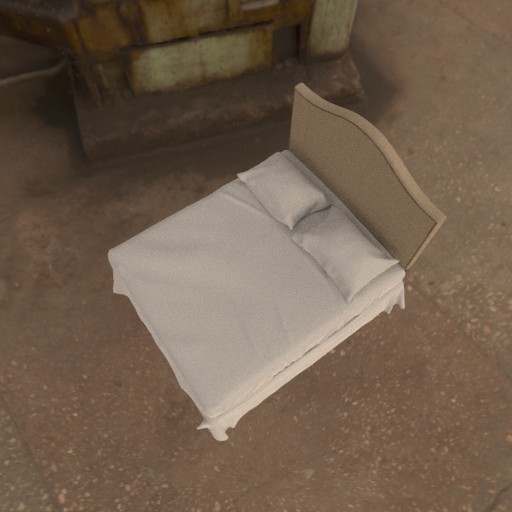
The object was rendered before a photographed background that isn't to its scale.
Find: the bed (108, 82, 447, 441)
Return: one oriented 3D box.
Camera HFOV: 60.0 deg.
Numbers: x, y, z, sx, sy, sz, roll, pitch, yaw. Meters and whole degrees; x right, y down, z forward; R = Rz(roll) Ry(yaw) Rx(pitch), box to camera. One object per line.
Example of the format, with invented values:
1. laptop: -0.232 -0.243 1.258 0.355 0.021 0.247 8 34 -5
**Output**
1. bed: 0.000 0.000 3.559 2.221 1.645 1.876 -32 67 -15
